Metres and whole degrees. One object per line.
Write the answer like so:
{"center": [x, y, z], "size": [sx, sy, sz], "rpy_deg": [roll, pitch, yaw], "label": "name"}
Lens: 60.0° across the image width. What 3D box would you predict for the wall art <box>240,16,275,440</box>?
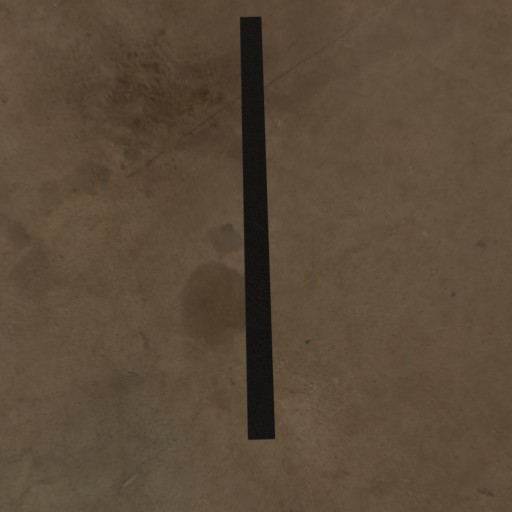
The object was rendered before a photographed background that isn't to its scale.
{"center": [0.000, 0.000, 1.126], "size": [0.044, 0.758, 0.758], "rpy_deg": [-1, 76, 0], "label": "wall art"}
